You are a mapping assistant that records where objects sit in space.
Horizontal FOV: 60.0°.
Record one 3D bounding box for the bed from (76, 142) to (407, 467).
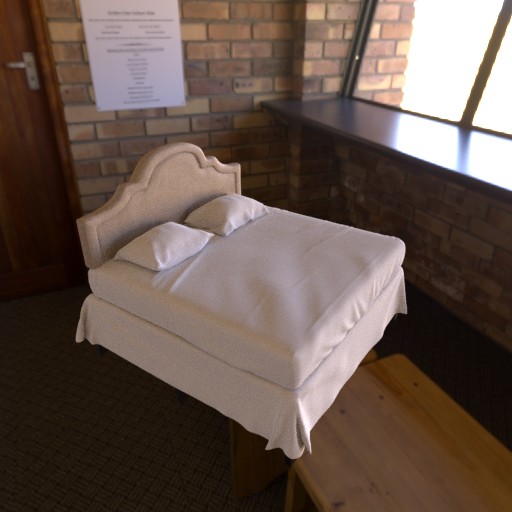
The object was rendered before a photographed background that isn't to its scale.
[{"bbox_3d":[0.000,0.000,3.765,2.222,1.631,2.303,18,32,30],"label":"bed"}]
